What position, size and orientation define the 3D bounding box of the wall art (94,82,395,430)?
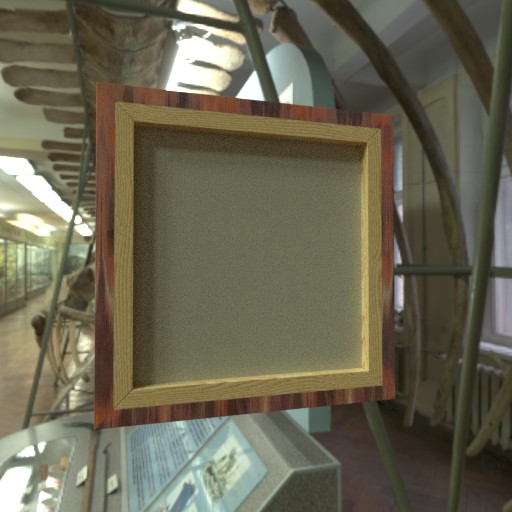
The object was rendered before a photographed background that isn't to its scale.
[{"bbox_3d":[0.000,0.000,0.593,0.403,0.406,0.038,0,-1,-17],"label":"wall art"}]
